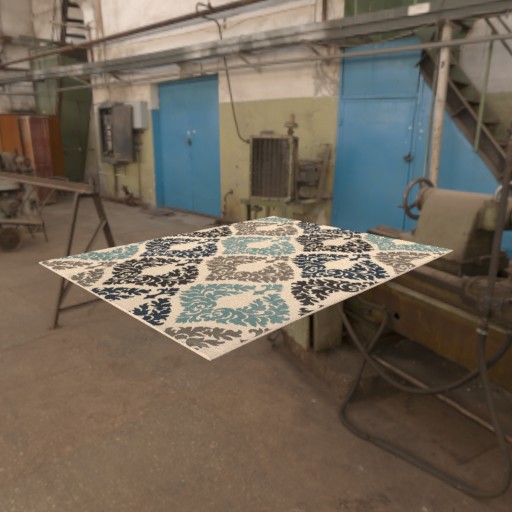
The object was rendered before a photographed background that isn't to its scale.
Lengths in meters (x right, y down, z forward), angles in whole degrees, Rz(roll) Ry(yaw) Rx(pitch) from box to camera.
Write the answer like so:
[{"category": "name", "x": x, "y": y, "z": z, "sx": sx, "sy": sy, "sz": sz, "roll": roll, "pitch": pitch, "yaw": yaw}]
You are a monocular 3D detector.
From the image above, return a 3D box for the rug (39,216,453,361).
[{"category": "rug", "x": 0.000, "y": 0.000, "z": 4.131, "sx": 3.040, "sy": 0.014, "sz": 2.423, "roll": -15, "pitch": 22, "yaw": -42}]
